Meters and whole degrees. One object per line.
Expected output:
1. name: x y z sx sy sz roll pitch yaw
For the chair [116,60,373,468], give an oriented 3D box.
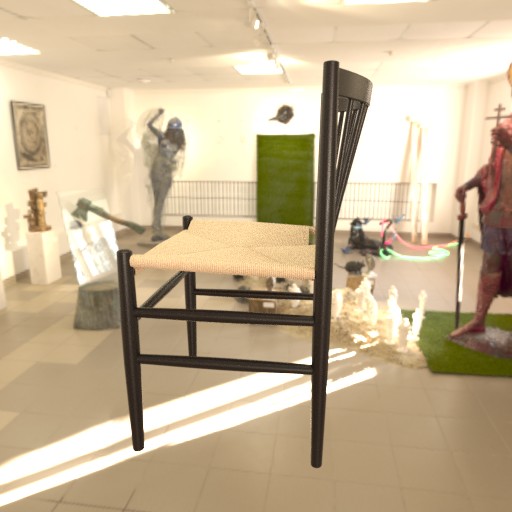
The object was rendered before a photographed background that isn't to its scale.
1. chair: 0.000 0.000 1.105 0.516 0.818 0.495 2 14 7
